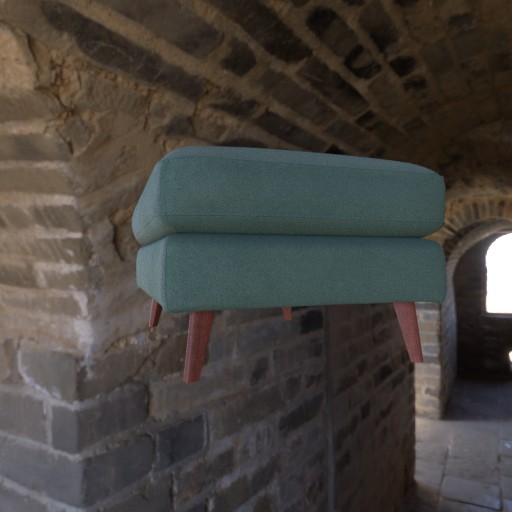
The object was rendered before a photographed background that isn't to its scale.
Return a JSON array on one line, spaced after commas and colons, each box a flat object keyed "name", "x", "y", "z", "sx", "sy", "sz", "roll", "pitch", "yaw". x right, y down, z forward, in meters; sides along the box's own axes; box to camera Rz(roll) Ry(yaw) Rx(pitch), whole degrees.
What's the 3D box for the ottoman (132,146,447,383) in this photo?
[{"name": "ottoman", "x": 0.000, "y": 0.000, "z": 1.187, "sx": 0.608, "sy": 0.449, "sz": 0.811, "roll": 0, "pitch": -1, "yaw": -18}]
